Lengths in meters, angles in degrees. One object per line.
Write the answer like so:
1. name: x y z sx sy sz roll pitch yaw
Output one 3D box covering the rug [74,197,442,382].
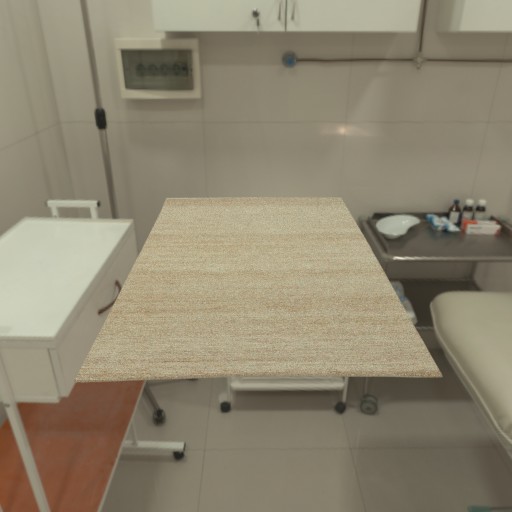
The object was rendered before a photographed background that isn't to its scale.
1. rug: 0.000 0.000 2.928 1.574 0.029 2.346 0 27 -1
